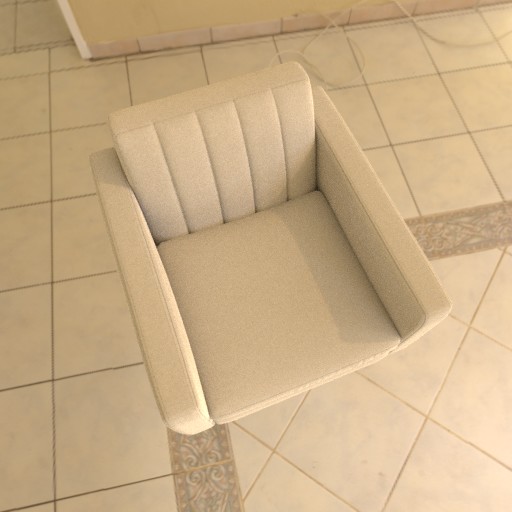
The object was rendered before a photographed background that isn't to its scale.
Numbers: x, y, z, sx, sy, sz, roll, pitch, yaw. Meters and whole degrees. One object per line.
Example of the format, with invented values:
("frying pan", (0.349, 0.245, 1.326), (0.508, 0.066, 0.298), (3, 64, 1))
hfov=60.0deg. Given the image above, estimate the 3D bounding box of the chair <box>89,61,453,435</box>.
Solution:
("chair", (0.000, 0.000, 1.653), (0.953, 0.819, 0.998), (-19, 67, -9))
